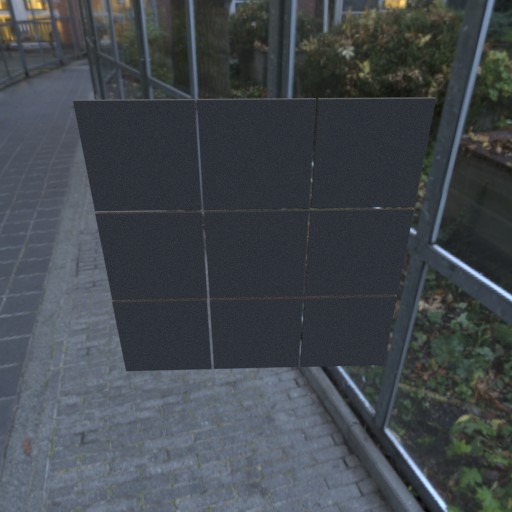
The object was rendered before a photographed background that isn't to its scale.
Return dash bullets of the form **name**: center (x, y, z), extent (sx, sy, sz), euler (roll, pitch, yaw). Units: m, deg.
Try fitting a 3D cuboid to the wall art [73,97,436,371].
- **wall art**: center (0.000, 0.000, 1.790), extent (1.216, 1.216, 0.013), euler (-1, 30, -2)
